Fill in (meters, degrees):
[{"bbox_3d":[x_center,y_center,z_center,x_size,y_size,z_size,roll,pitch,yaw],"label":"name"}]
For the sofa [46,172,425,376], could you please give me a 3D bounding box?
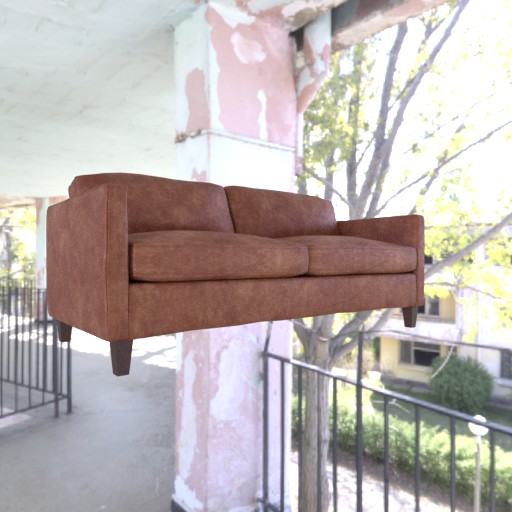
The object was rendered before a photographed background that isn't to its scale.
[{"bbox_3d":[0.000,0.000,2.449,1.971,0.863,0.923,0,0,-37],"label":"sofa"}]
